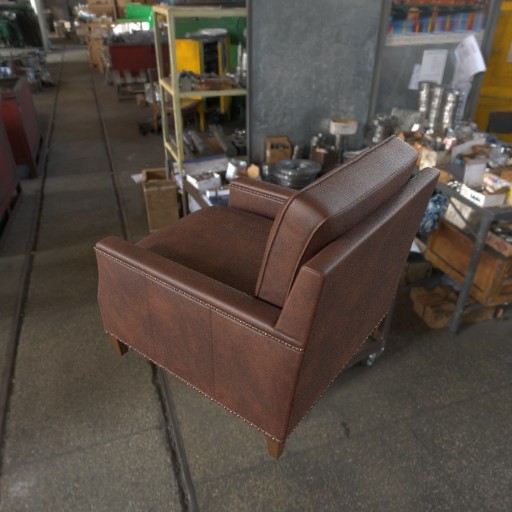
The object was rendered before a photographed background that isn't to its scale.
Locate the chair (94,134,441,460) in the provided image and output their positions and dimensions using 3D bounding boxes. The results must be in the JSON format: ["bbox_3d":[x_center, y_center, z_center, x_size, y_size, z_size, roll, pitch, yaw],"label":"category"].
[{"bbox_3d":[0.000,0.000,1.718,1.014,0.929,0.853,21,37,31],"label":"chair"}]
